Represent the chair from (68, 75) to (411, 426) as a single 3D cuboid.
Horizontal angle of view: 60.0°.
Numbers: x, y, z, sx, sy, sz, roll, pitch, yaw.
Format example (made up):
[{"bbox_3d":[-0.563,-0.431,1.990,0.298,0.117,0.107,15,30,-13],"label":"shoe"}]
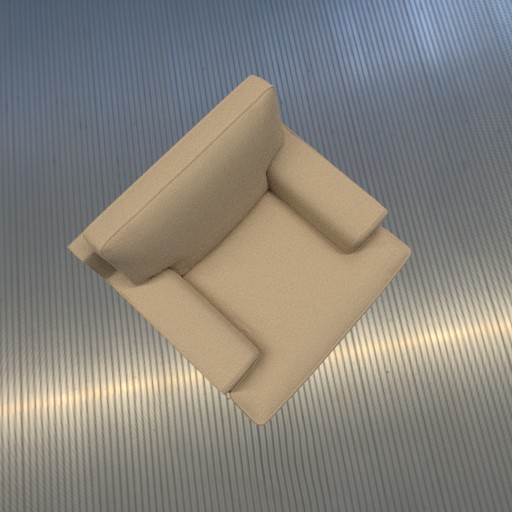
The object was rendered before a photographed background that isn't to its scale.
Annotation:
[{"bbox_3d":[0.000,0.000,2.161,1.274,1.005,1.293,34,78,8],"label":"chair"}]
